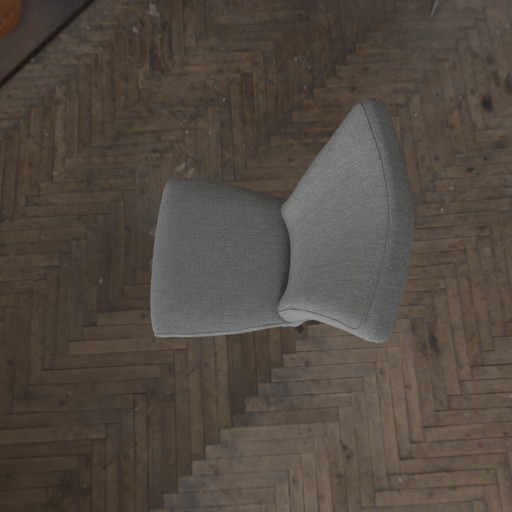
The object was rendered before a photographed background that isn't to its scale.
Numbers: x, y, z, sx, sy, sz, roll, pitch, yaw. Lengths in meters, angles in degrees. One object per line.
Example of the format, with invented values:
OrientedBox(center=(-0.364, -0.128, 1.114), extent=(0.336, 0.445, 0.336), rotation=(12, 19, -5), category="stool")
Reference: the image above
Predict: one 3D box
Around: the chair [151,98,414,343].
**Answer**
OrientedBox(center=(0.000, 0.000, 1.369), extent=(0.660, 0.991, 0.520), rotation=(3, 78, 1), category="chair")
